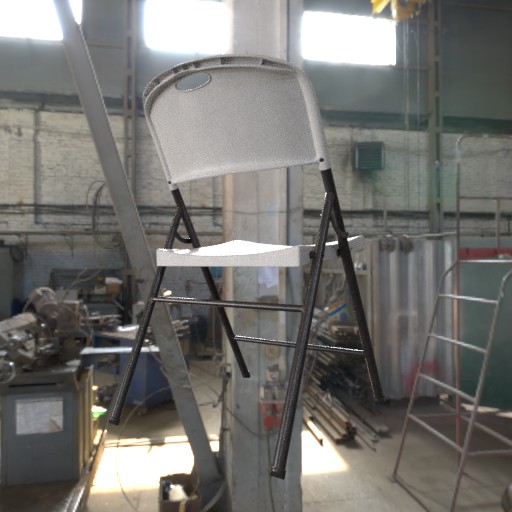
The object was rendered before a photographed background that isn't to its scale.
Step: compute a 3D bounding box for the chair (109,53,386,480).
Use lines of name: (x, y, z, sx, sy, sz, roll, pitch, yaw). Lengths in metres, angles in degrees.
chair: (0.000, 0.000, 1.151, 0.494, 0.810, 0.566, -1, -1, 35)
